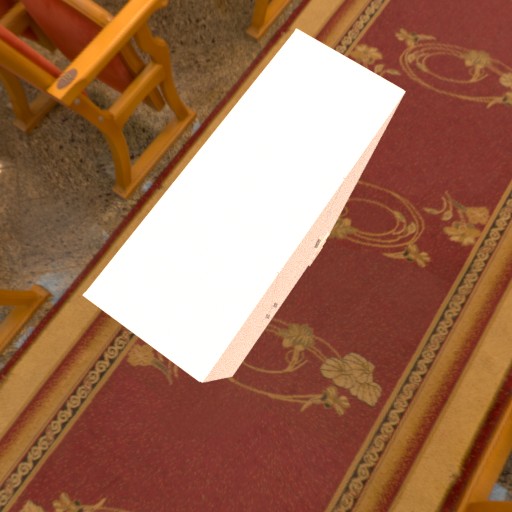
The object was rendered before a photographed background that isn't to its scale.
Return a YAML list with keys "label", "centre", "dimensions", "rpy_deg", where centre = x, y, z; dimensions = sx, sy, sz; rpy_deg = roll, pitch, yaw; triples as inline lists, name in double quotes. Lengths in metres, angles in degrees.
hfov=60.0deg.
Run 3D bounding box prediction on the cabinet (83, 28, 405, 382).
- label: "cabinet"
  centre: [0.000, 0.000, 2.496]
  dimensions: [0.510, 1.910, 1.290]
  rpy_deg: [34, 78, 8]
